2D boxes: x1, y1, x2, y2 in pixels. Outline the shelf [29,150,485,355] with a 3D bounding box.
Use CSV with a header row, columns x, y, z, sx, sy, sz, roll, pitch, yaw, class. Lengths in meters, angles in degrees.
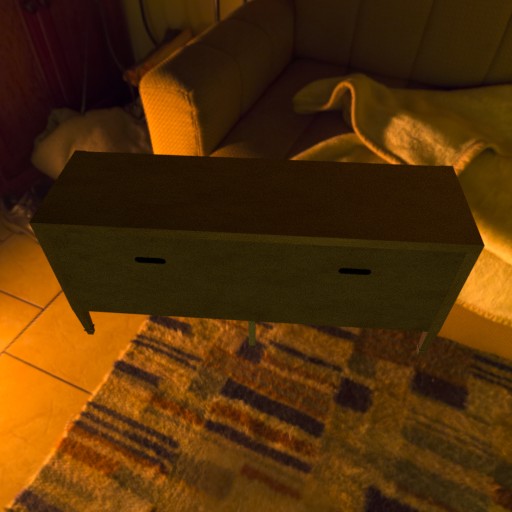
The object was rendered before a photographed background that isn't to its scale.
x,y,z,sx,sy,sz,roll,pitch,yaw,class
0.000,0.000,1.951,1.575,0.719,0.479,3,46,3,shelf
